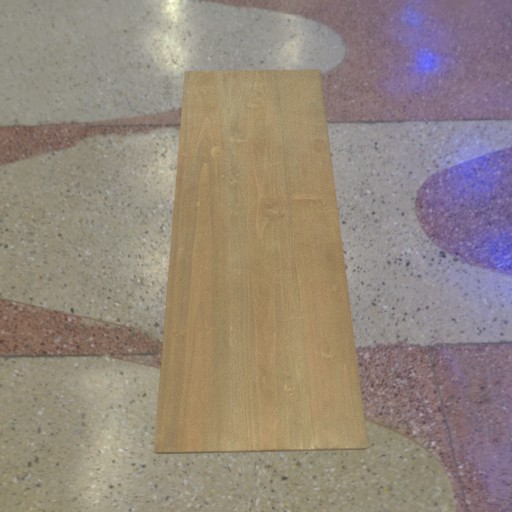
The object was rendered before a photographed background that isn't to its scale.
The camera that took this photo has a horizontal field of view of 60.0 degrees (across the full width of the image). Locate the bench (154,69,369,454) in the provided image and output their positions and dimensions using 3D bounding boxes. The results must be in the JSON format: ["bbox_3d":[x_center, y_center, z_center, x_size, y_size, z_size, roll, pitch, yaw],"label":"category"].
[{"bbox_3d":[0.000,0.000,1.424,0.458,0.458,1.183,-1,62,-1],"label":"bench"}]
